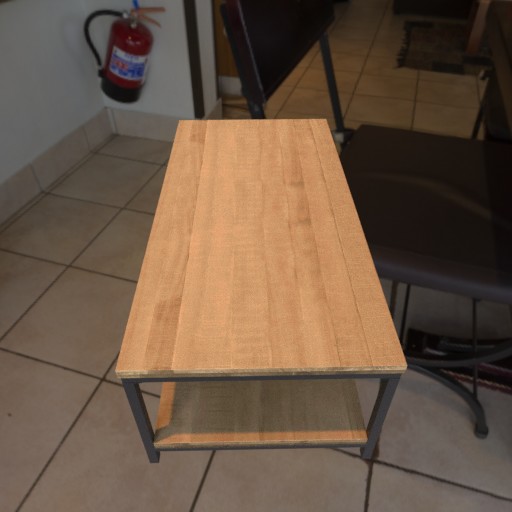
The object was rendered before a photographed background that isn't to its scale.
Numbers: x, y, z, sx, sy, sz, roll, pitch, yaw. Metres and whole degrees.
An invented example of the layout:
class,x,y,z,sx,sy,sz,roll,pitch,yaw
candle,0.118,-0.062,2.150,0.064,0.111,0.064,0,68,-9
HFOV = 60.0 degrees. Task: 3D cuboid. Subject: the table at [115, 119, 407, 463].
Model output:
class,x,y,z,sx,sy,sz,roll,pitch,yaw
table,0.000,0.000,1.380,0.551,0.399,1.100,-1,41,-1
